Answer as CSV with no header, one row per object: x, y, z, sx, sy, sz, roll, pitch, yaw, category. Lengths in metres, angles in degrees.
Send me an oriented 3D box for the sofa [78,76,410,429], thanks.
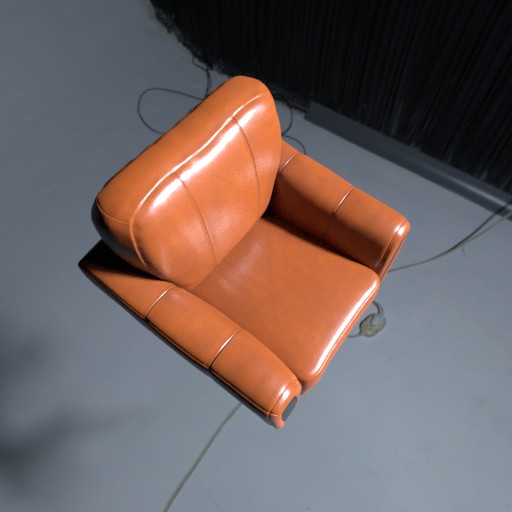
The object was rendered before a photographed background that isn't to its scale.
0.000,0.000,1.510,0.789,0.876,0.836,33,65,17,sofa
